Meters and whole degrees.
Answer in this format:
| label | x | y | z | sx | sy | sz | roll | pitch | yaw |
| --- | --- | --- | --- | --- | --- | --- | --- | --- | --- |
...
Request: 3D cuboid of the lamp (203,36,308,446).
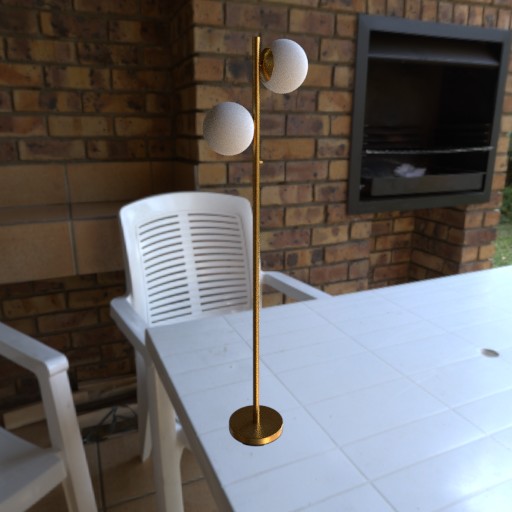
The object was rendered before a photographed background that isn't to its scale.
| label | x | y | z | sx | sy | sz | roll | pitch | yaw |
| --- | --- | --- | --- | --- | --- | --- | --- | --- | --- |
| lamp | 0.000 | 0.000 | 1.814 | 0.419 | 1.641 | 0.249 | -8 | 17 | -28 |
